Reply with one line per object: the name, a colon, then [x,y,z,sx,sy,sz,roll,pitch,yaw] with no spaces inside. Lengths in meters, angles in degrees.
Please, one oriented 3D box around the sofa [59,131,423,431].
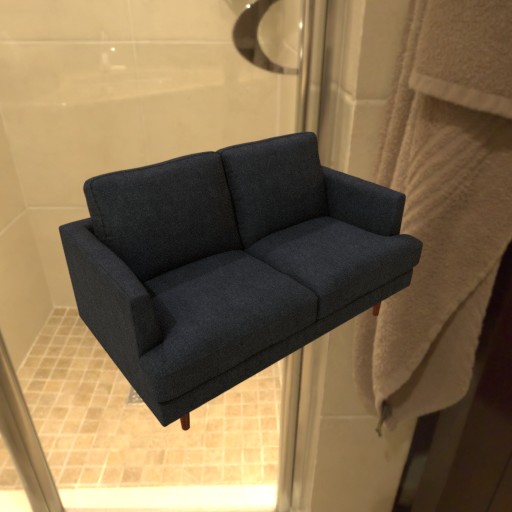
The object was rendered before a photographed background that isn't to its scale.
sofa: [0.000,0.000,2.192,1.582,0.944,0.903,-21,36,-33]
